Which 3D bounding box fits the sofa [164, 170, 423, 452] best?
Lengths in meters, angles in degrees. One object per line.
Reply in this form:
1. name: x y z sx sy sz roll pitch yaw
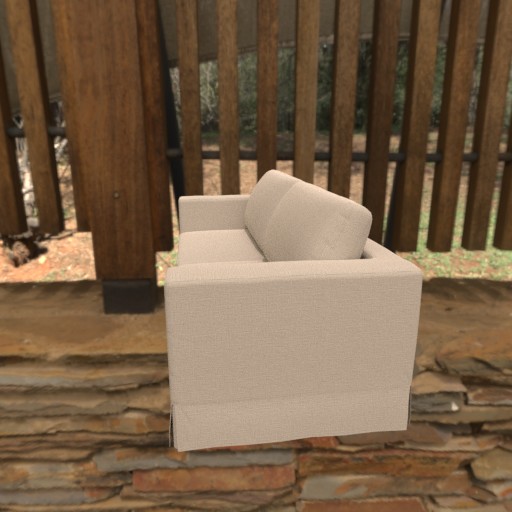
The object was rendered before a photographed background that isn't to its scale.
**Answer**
1. sofa: 0.000 0.000 2.613 0.954 0.881 2.163 -2 15 -8
